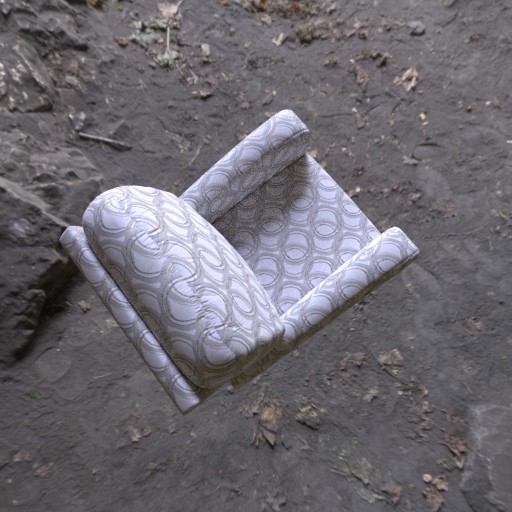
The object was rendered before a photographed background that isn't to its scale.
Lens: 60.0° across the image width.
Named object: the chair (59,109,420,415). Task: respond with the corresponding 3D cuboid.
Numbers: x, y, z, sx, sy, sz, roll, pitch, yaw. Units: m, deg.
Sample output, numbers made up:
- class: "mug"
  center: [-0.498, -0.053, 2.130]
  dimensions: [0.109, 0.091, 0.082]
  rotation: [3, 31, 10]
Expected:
- class: "chair"
  center: [0.000, 0.000, 1.735]
  dimensions: [0.995, 1.065, 0.796]
  rotation: [-37, 79, -9]
